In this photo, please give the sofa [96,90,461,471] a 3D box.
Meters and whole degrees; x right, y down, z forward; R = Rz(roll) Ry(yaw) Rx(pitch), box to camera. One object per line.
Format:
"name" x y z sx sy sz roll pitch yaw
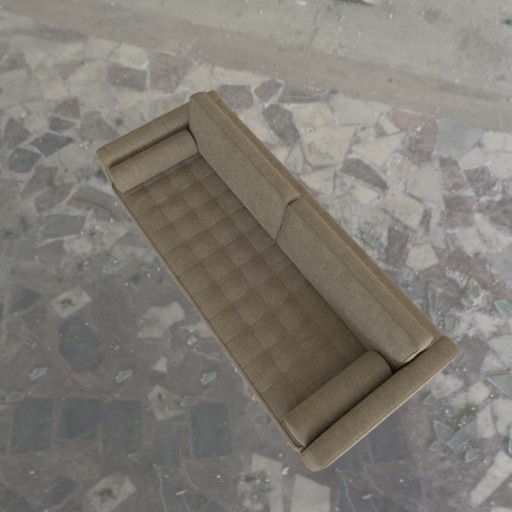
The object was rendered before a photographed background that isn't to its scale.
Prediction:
"sofa" 0.000 0.000 2.594 0.919 0.770 2.200 -33 68 -15
